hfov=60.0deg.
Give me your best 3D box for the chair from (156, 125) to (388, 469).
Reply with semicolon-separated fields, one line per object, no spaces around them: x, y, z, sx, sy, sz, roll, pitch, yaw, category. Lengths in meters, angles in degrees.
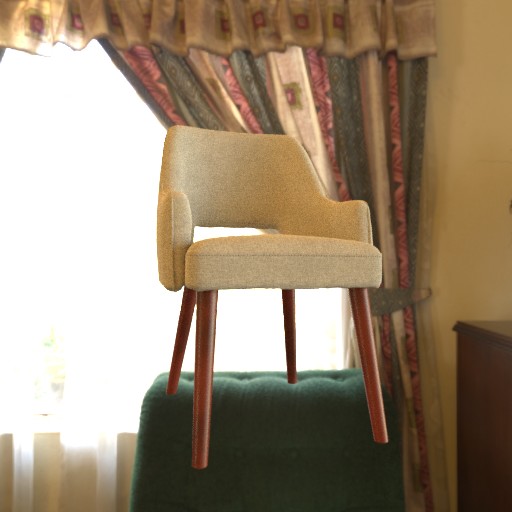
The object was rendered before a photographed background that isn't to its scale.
0.000;0.000;1.226;0.548;0.849;0.605;0;-1;-17;chair
